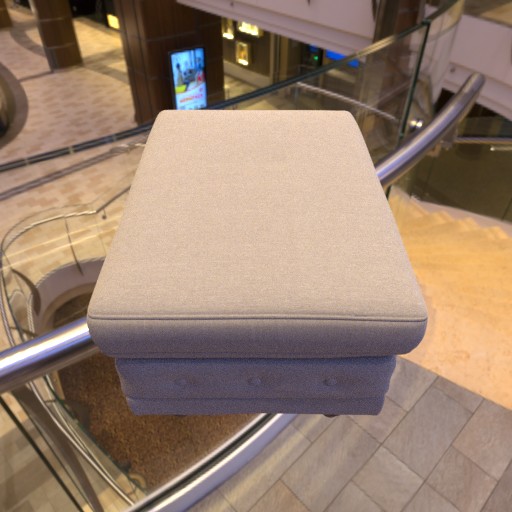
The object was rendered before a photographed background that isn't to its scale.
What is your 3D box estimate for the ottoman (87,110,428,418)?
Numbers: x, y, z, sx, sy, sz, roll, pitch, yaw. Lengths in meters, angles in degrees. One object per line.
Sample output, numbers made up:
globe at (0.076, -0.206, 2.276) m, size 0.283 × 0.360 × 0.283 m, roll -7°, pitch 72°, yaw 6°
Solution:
ottoman at (0.000, 0.000, 1.114) m, size 0.569 × 0.500 × 0.771 m, roll 0°, pitch 42°, yaw 0°
